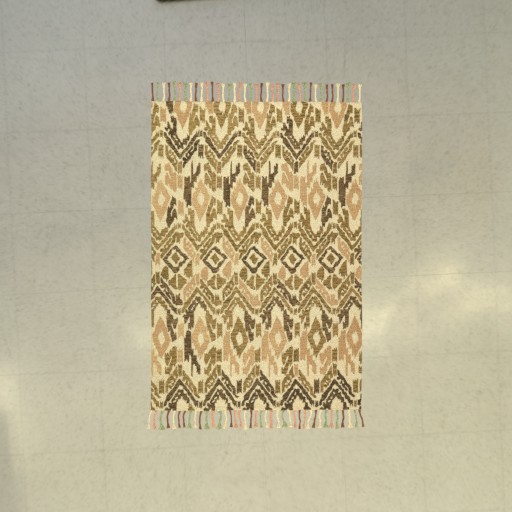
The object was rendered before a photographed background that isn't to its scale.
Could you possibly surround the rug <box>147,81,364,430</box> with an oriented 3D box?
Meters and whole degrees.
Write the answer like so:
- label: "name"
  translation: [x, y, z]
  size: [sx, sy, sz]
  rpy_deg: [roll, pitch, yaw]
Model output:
- label: "rug"
  translation: [0.000, 0.000, 3.106]
  size: [1.524, 0.008, 2.438]
  rpy_deg: [0, 90, -1]
